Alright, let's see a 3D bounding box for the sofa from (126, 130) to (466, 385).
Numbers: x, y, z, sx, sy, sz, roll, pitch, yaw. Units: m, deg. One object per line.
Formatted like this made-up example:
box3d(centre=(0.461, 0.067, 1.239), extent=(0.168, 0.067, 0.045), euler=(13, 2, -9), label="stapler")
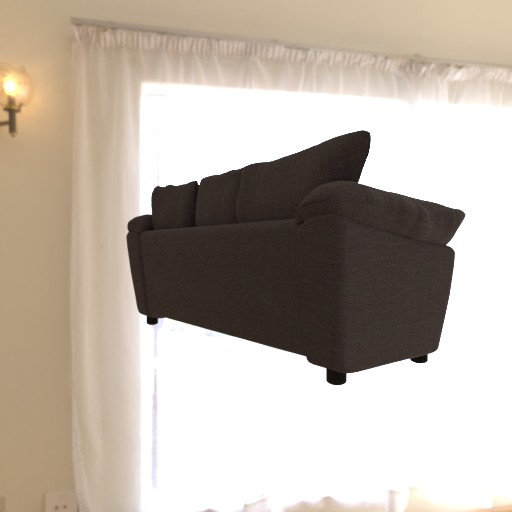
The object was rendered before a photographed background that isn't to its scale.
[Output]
box3d(centre=(0.000, 0.000, 2.844), extent=(0.883, 1.080, 2.336), euler=(0, 1, -37), label="sofa")
